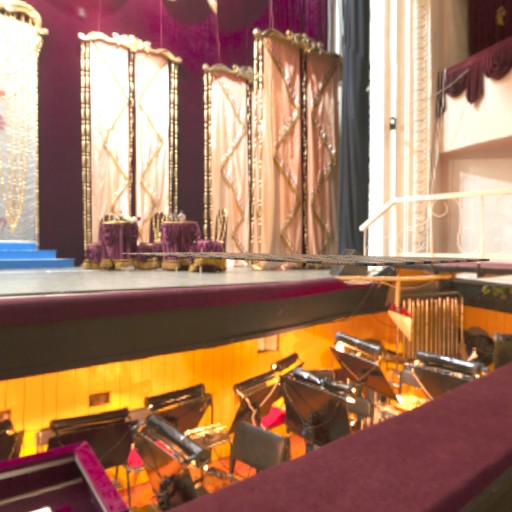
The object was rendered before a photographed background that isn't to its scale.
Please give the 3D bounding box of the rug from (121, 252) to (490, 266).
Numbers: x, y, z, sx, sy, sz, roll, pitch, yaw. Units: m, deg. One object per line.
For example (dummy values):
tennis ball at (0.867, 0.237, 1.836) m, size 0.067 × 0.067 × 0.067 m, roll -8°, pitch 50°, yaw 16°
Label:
rug at (0.000, 0.000, 1.671) m, size 0.503 × 0.007 × 1.492 m, roll -1°, pitch 2°, yaw -37°
